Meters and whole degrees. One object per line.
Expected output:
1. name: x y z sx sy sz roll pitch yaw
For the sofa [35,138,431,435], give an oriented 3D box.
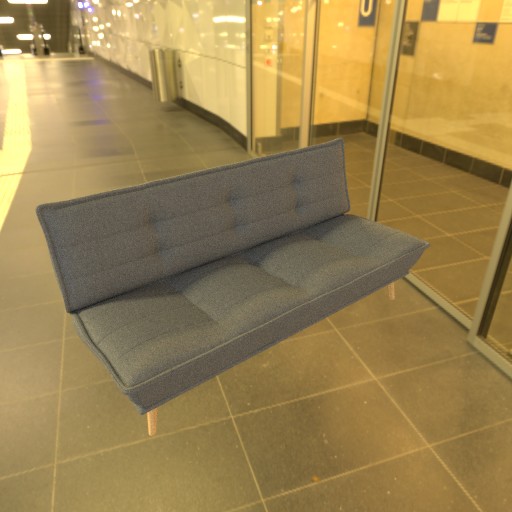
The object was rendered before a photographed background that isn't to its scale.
1. sofa: 0.000 0.000 2.417 1.940 0.890 0.950 -21 35 -33
